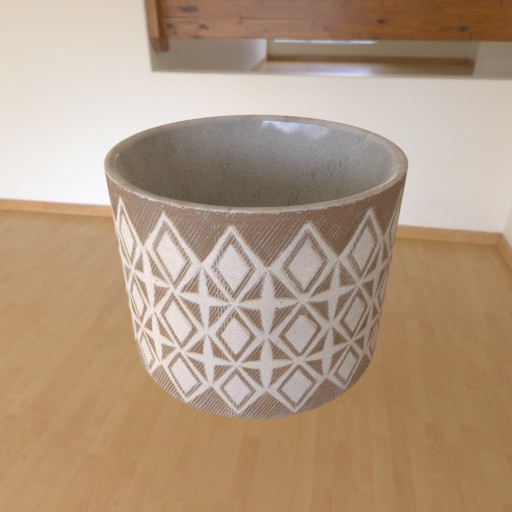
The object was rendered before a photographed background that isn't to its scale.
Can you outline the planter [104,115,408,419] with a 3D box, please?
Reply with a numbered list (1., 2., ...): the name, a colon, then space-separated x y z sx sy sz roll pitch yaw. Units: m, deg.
1. planter: 0.000 0.000 0.334 0.193 0.165 0.193 0 31 0
